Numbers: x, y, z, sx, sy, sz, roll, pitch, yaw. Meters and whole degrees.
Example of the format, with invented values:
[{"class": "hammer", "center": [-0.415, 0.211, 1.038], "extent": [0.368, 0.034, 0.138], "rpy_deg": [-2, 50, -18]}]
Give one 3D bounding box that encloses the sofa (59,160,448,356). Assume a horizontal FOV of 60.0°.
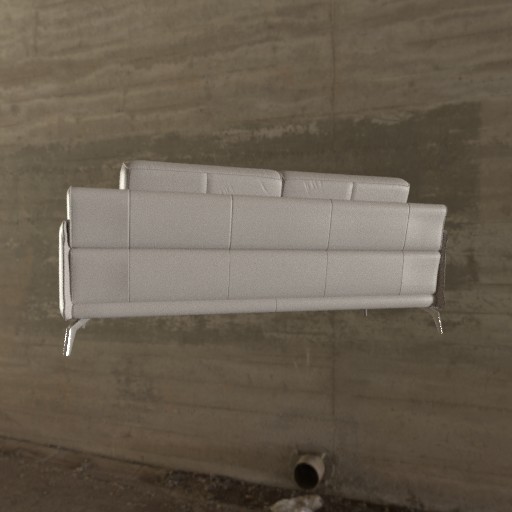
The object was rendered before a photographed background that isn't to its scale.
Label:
[{"class": "sofa", "center": [0.000, 0.000, 2.654], "extent": [2.101, 0.930, 1.049], "rpy_deg": [0, -1, -18]}]
